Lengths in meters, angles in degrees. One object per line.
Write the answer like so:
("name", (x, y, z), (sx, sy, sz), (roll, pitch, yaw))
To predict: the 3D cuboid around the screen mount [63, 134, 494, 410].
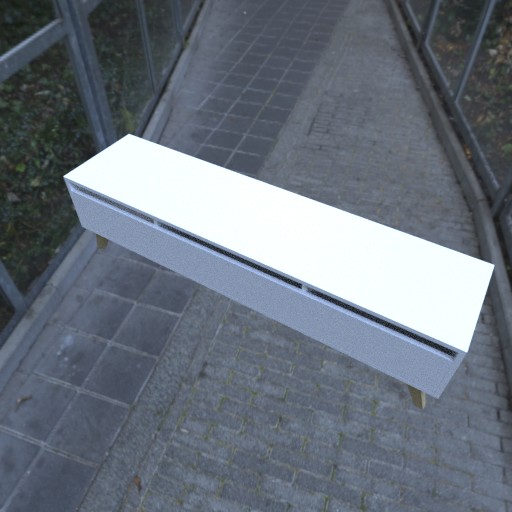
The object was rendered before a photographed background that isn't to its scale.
("screen mount", (0.000, 0.000, 1.831), (1.644, 0.432, 0.399), (23, 50, 21))
